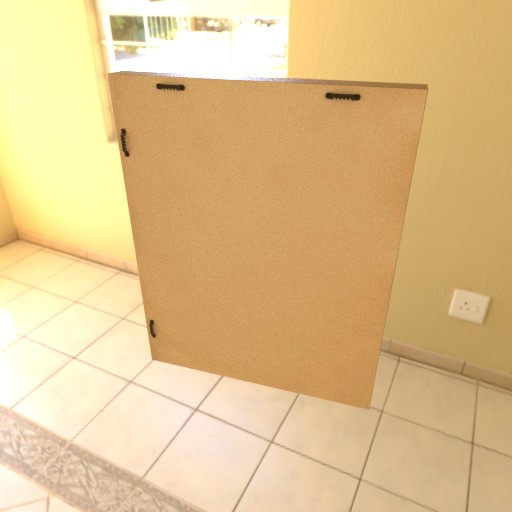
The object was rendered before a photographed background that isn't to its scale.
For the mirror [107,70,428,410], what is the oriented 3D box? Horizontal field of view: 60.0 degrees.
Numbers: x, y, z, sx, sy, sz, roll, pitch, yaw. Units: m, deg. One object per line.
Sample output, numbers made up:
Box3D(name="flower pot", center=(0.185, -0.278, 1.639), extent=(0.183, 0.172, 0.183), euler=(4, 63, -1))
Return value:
Box3D(name="mirror", center=(0.000, 0.000, 0.678), extent=(0.406, 0.509, 0.041), euler=(9, 31, 15))
